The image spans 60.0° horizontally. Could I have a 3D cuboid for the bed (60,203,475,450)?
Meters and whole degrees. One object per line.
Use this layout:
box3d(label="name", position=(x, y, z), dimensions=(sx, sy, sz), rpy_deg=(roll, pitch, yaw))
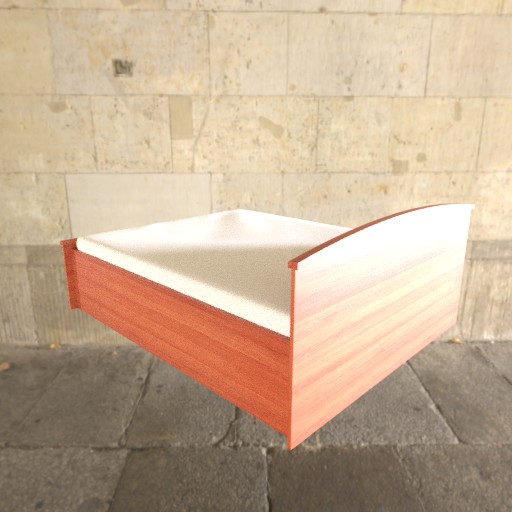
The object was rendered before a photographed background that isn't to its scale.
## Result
box3d(label="bed", position=(0.000, 0.000, 2.892), dimensions=(2.053, 0.848, 1.683), rpy_deg=(15, 22, 42))
